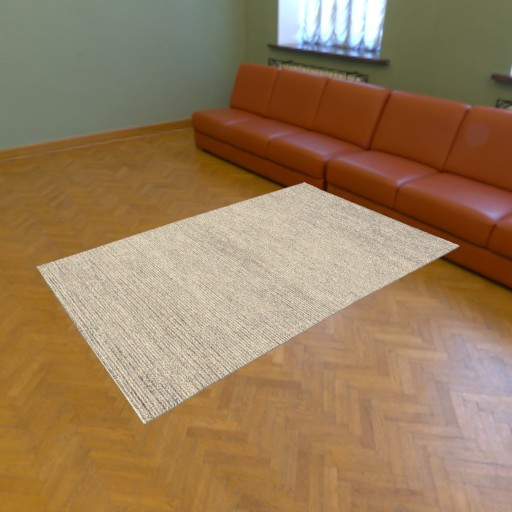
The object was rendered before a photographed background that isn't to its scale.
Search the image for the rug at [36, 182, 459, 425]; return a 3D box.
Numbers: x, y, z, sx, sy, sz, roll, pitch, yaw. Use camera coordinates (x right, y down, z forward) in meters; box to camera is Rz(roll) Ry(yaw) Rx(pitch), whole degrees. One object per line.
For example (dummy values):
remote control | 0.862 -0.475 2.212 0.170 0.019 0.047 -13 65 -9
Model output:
rug | 0.000 0.000 2.232 1.804 0.022 1.162 -22 37 -32
